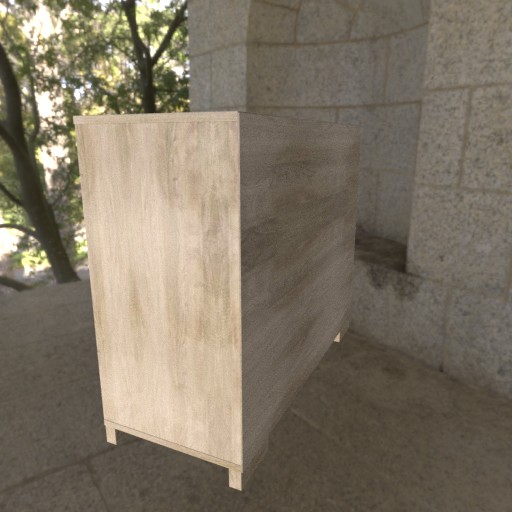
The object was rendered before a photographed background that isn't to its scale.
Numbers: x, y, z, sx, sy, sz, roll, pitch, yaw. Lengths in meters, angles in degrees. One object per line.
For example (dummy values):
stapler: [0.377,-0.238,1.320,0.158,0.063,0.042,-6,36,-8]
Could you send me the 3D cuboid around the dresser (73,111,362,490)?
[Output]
dresser: [0.000,0.000,1.410,0.404,0.816,0.994,7,16,24]
